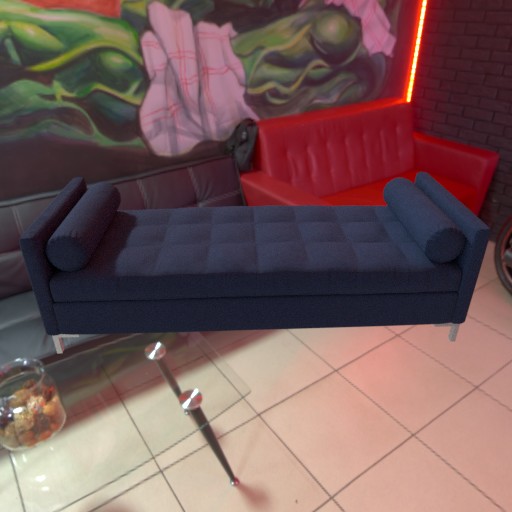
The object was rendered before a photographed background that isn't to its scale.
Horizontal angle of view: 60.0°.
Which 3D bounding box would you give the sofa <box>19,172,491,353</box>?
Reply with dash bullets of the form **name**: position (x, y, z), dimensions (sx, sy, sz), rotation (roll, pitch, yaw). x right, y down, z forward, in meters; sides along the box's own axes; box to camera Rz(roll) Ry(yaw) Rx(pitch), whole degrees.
- **sofa**: position (0.000, 0.000, 2.417), dimensions (2.102, 0.657, 0.797), rotation (-1, 30, -2)
